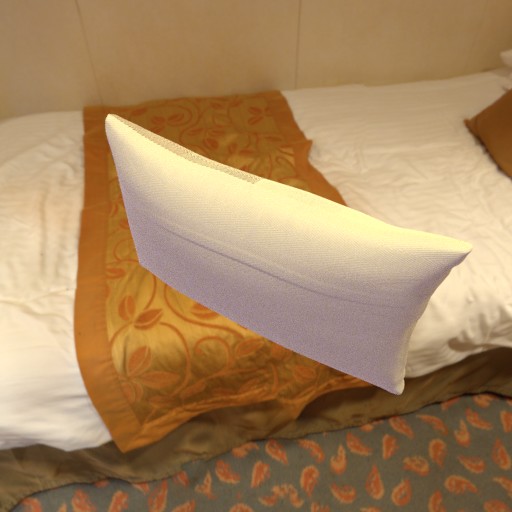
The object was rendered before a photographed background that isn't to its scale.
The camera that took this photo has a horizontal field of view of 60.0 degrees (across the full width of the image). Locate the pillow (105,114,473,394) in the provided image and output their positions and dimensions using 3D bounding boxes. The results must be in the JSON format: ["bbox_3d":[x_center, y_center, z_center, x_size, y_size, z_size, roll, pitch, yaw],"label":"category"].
[{"bbox_3d":[0.000,0.000,0.637,0.506,0.305,0.139,24,50,22],"label":"pillow"}]
